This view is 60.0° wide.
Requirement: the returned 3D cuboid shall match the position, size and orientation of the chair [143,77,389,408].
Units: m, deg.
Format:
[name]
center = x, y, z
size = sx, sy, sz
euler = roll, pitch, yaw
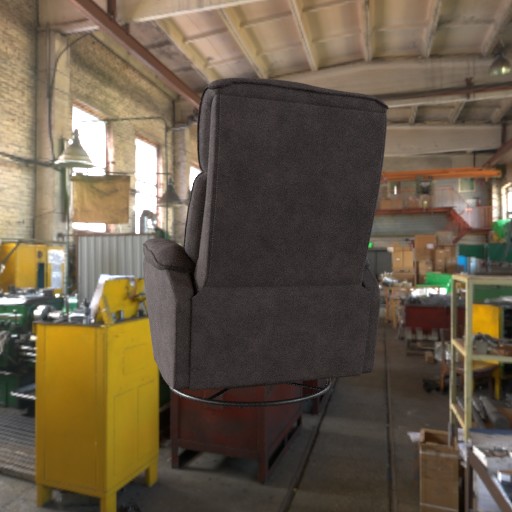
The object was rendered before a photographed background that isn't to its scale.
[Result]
[chair]
center = 0.000, 0.000, 1.750
size = 0.830, 1.035, 1.009
euler = 0, -1, -18
